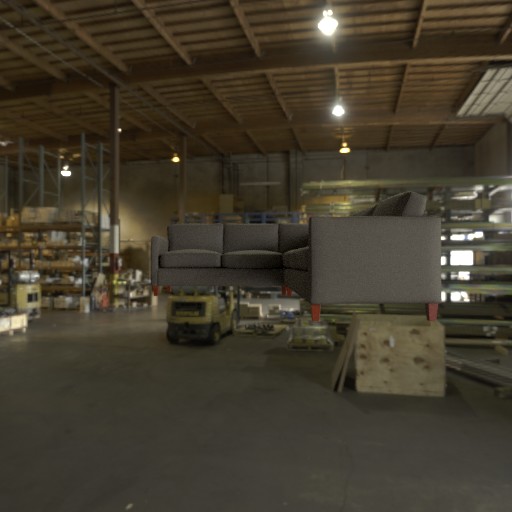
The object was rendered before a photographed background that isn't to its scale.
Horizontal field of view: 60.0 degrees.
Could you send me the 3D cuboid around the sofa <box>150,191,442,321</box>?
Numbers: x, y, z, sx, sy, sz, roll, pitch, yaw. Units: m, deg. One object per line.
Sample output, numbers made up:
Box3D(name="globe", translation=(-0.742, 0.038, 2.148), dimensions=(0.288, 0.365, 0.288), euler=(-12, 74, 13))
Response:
Box3D(name="sofa", translation=(0.000, 0.000, 4.635), dimensions=(2.593, 0.947, 3.302), euler=(0, -1, 0))
